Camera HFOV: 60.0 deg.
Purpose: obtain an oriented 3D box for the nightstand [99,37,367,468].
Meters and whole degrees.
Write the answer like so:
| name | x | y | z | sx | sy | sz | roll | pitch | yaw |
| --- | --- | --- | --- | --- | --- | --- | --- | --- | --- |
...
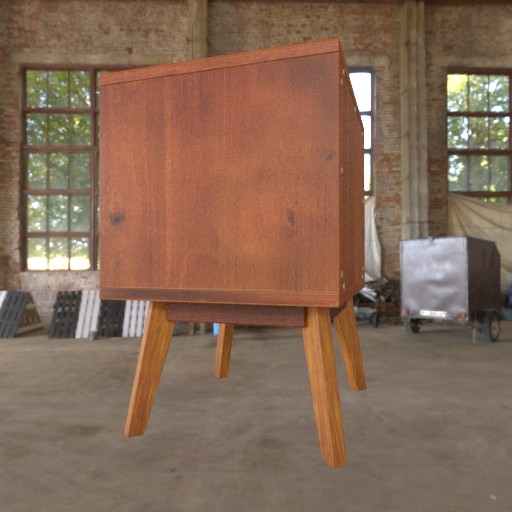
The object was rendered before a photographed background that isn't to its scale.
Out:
| name | x | y | z | sx | sy | sz | roll | pitch | yaw |
| --- | --- | --- | --- | --- | --- | --- | --- | --- | --- |
| nightstand | 0.000 | 0.000 | 0.907 | 0.411 | 0.618 | 0.460 | 0 | 0 | 18 |
